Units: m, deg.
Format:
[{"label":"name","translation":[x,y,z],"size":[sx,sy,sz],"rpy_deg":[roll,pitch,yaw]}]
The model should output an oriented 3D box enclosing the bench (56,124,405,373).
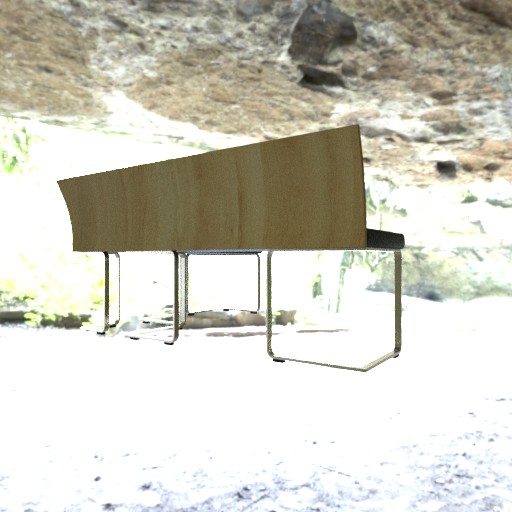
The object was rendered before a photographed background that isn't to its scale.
[{"label":"bench","translation":[0.000,0.000,2.758],"size":[1.945,0.930,1.495],"rpy_deg":[0,-1,35]}]
